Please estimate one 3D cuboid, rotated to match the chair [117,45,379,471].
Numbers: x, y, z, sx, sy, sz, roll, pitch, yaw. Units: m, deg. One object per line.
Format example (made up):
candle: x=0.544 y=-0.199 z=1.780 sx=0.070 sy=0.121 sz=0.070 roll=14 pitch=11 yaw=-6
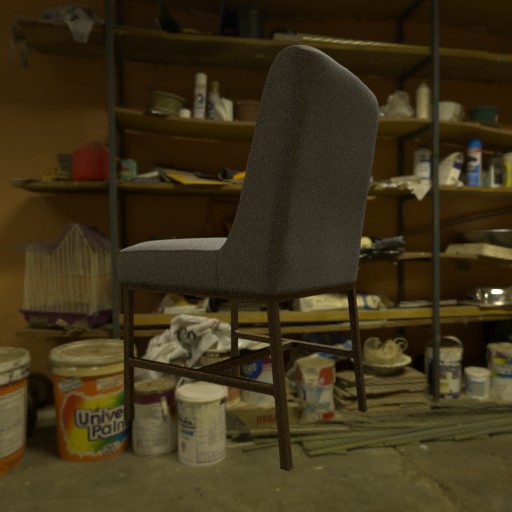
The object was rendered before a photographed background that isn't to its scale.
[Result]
chair: x=0.000 y=0.000 z=1.233 sx=0.587 sy=0.889 sz=0.508 roll=1 pitch=1 yaw=36
